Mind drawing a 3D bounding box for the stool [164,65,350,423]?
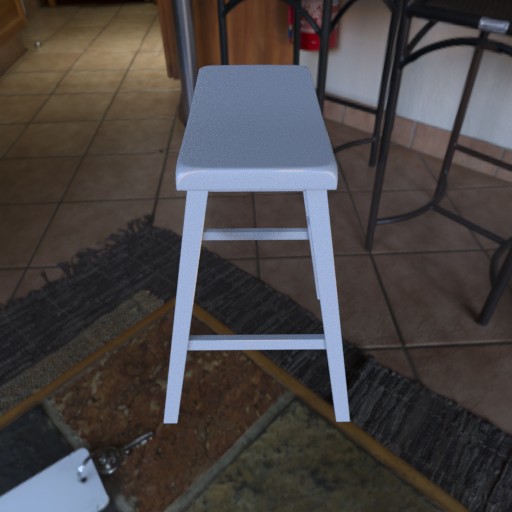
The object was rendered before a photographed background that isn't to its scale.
[{"bbox_3d":[0.000,0.000,1.058,0.476,0.737,0.457,0,42,0],"label":"stool"}]
